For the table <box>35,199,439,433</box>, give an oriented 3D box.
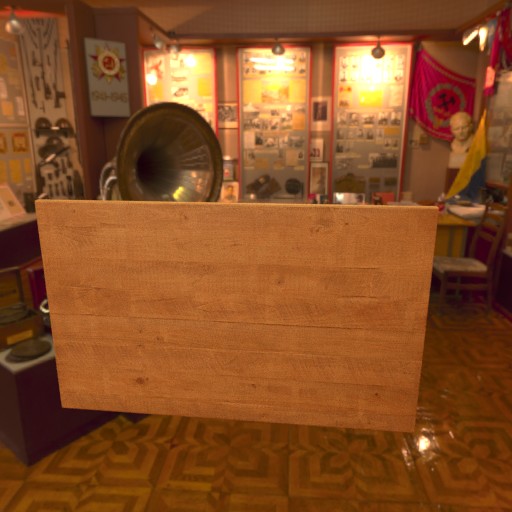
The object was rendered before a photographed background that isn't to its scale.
[{"bbox_3d":[0.000,0.000,3.013,1.707,1.041,2.149,2,16,6],"label":"table"}]
